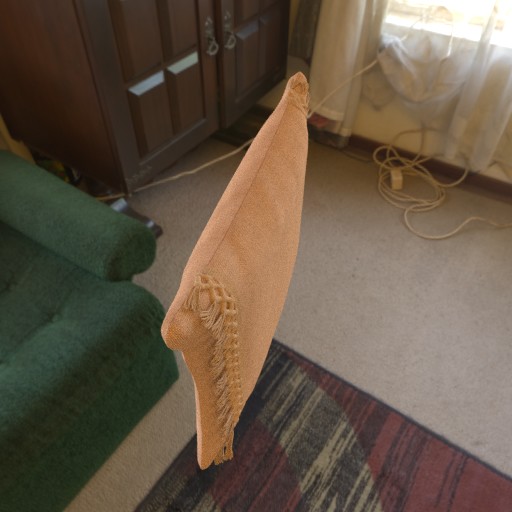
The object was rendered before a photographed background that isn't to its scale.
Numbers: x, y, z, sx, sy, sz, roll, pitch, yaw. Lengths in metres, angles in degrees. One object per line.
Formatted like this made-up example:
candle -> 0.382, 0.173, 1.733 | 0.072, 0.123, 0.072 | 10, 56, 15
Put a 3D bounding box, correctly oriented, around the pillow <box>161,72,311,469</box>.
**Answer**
pillow -> 0.000, 0.000, 0.587 | 0.084, 0.305, 0.466 | 12, 48, 11
